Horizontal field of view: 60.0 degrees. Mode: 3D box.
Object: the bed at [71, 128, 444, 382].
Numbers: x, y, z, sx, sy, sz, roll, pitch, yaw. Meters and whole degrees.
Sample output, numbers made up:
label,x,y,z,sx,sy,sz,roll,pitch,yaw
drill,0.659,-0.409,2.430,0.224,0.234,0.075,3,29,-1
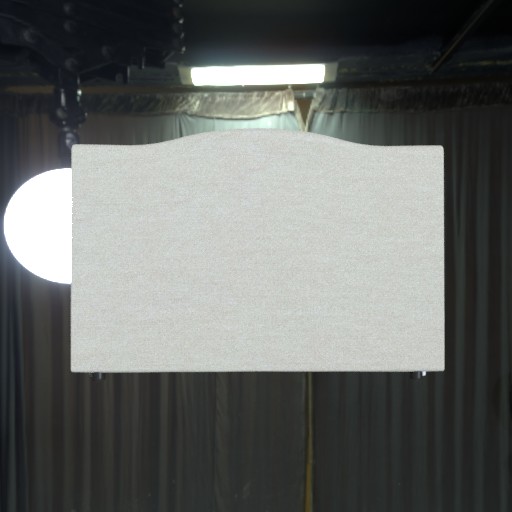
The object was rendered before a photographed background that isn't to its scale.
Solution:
label,x,y,z,sx,sy,sz,roll,pitch,yaw
bed,0.000,0.000,3.539,2.083,1.421,2.182,0,-1,-1
